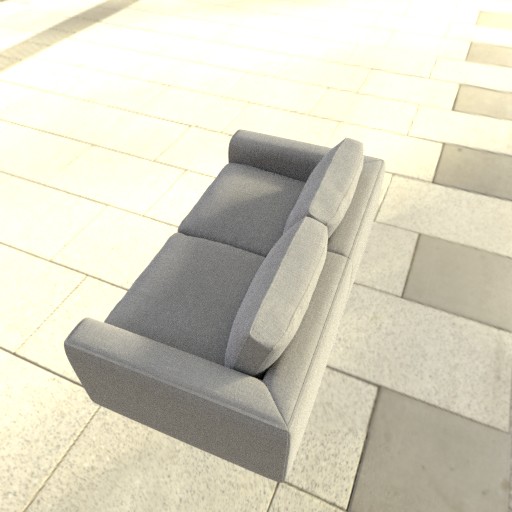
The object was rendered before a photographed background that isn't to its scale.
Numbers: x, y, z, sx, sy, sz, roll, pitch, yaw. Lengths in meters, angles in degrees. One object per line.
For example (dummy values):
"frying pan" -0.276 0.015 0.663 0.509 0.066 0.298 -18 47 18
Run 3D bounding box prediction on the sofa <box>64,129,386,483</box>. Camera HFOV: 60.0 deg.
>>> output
"sofa" 0.000 0.000 2.458 1.069 0.800 1.920 16 48 15
